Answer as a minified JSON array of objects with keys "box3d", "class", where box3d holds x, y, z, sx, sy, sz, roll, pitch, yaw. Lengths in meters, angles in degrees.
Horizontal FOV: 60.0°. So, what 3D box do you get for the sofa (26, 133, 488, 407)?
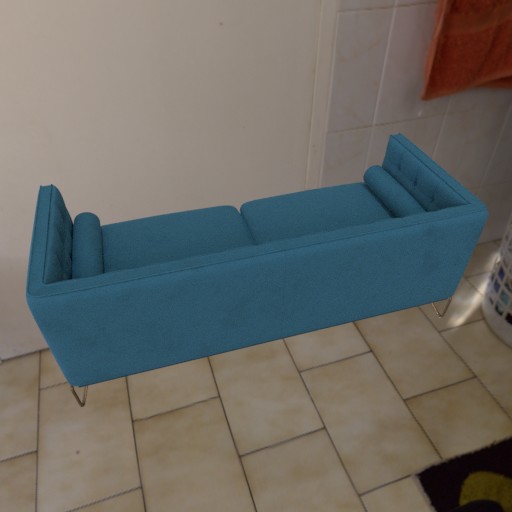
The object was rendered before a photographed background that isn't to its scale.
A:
[{"box3d":[0.000,0.000,2.415,2.087,0.789,0.867,-11,43,-12],"class":"sofa"}]
